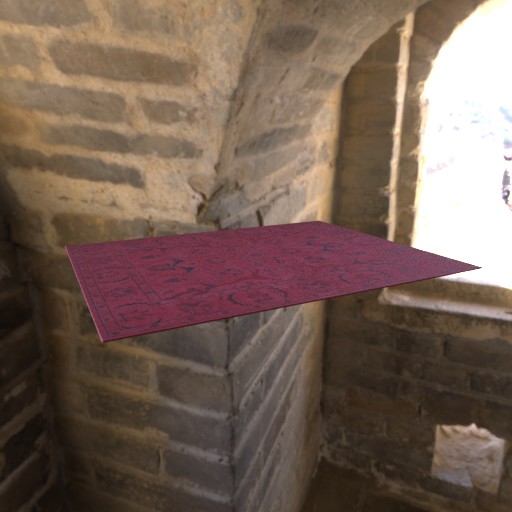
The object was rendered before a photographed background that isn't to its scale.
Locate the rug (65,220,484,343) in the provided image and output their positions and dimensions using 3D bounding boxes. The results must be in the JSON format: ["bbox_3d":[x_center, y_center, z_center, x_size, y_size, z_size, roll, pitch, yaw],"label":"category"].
[{"bbox_3d":[0.000,0.000,3.890,2.929,0.012,2.300,-8,17,-26],"label":"rug"}]
